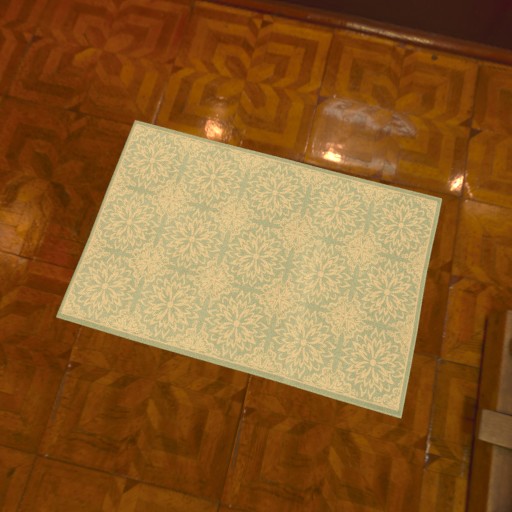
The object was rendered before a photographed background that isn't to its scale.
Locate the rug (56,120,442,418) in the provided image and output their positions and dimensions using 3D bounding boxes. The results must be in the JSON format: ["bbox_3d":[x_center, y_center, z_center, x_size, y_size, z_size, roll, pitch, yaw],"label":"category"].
[{"bbox_3d":[0.000,0.000,3.605,2.746,0.018,1.819,15,75,4],"label":"rug"}]
